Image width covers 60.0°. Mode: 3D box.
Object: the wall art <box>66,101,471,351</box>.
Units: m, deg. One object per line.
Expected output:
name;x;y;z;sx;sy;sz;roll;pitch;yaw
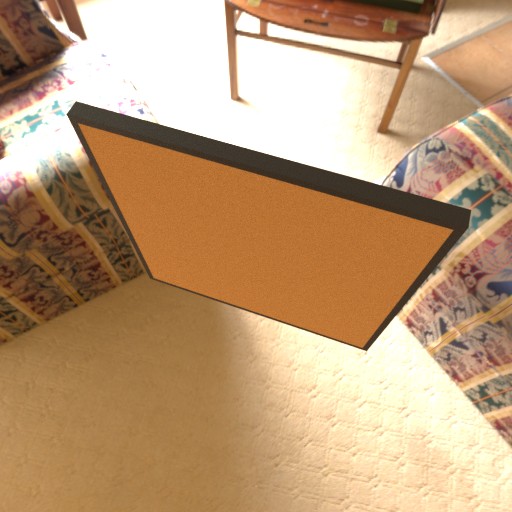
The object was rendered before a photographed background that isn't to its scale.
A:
wall art;0.000;0.000;1.141;0.763;0.763;0.038;17;64;9
